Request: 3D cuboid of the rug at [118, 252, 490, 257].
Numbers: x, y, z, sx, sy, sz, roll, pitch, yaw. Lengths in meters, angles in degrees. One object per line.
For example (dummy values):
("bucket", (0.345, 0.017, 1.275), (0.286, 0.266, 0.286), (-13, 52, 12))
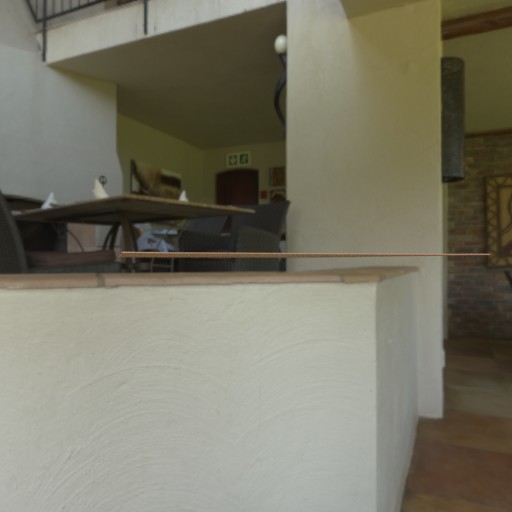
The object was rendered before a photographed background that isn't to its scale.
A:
("rug", (0.000, 0.000, 4.130), (2.436, 0.011, 3.045), (0, -1, -18))
